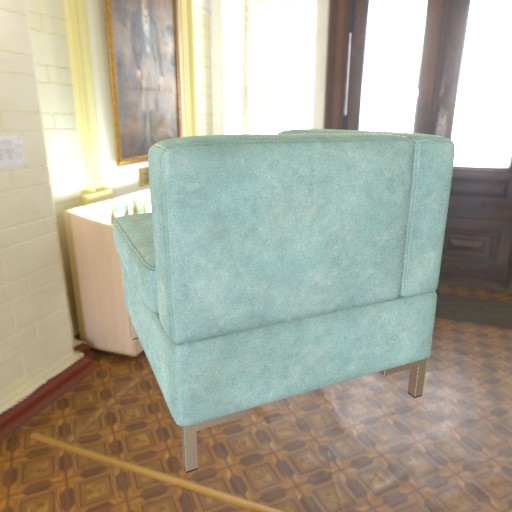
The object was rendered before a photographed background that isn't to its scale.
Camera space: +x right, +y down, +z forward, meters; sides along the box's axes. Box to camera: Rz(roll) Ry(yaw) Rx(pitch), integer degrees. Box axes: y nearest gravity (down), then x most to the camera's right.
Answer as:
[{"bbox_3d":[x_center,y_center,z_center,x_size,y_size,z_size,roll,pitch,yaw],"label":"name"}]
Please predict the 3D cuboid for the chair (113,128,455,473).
[{"bbox_3d":[0.000,0.000,1.208,0.684,0.660,0.691,-8,19,-23],"label":"chair"}]
